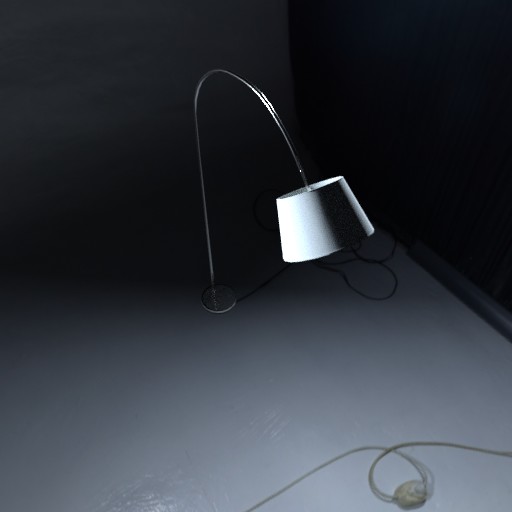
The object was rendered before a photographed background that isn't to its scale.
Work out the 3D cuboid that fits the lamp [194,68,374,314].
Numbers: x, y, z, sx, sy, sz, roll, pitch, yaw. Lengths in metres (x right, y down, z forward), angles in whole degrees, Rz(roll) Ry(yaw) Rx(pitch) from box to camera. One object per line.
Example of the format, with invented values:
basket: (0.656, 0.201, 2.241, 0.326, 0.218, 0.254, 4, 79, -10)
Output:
lamp: (0.000, 0.000, 2.661, 0.406, 2.098, 1.445, -25, 51, -22)
